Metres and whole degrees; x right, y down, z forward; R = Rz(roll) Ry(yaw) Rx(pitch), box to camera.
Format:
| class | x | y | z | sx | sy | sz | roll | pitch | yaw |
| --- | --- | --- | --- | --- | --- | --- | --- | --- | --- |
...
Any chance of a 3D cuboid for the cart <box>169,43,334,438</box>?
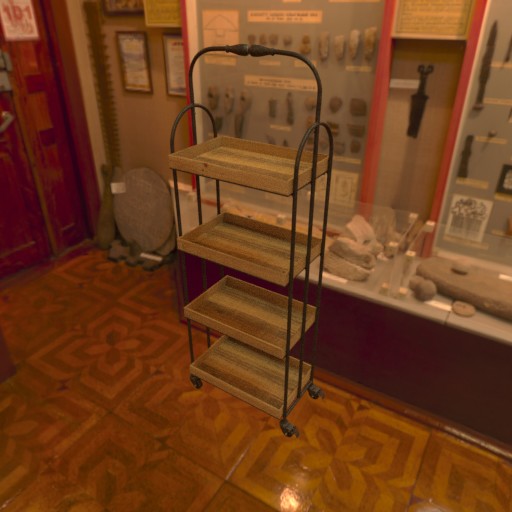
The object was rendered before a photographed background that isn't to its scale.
| class | x | y | z | sx | sy | sz | roll | pitch | yaw |
| --- | --- | --- | --- | --- | --- | --- | --- | --- | --- |
| cart | 0.000 | 0.000 | 1.715 | 0.581 | 1.481 | 0.308 | 18 | 34 | 28 |
